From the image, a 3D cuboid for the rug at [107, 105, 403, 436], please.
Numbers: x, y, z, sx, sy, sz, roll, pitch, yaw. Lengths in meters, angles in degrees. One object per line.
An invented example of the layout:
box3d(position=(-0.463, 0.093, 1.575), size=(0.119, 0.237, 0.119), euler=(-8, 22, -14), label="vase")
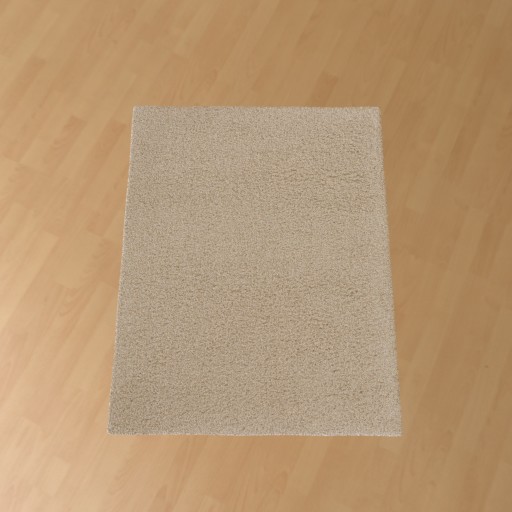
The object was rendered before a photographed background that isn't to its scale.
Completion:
box3d(position=(0.000, 0.000, 4.017), size=(2.438, 0.029, 3.047), euler=(0, 76, 0), label="rug")
